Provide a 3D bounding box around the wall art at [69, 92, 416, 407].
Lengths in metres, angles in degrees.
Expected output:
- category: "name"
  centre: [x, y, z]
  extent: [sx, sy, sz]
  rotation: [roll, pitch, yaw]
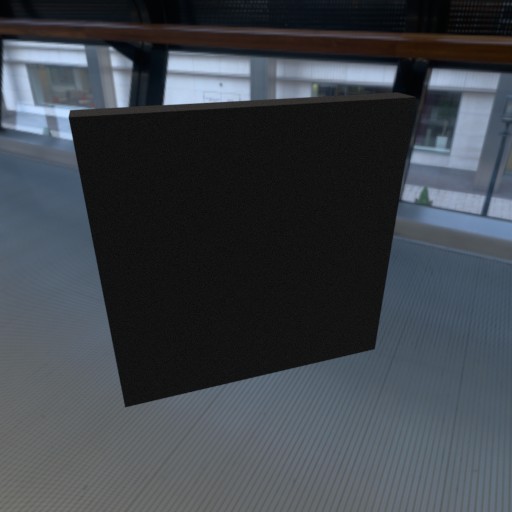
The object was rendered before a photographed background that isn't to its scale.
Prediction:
- category: "wall art"
  centre: [0.000, 0.000, 0.462]
  extent: [0.308, 0.305, 0.030]
  rotation: [-9, 30, -16]
